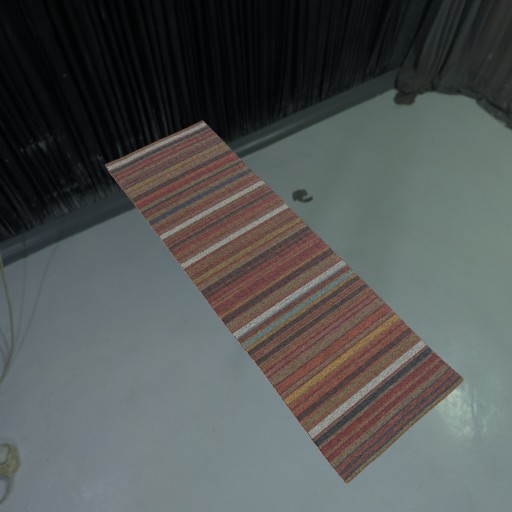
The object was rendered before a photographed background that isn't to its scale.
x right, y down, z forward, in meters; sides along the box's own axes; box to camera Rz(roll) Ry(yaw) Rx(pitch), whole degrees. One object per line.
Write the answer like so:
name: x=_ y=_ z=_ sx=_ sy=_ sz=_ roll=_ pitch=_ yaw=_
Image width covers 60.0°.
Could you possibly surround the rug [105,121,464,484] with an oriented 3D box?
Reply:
rug: x=0.000 y=0.000 z=2.635 sx=0.799 sy=0.030 sz=2.444 roll=-31 pitch=62 yaw=-19
